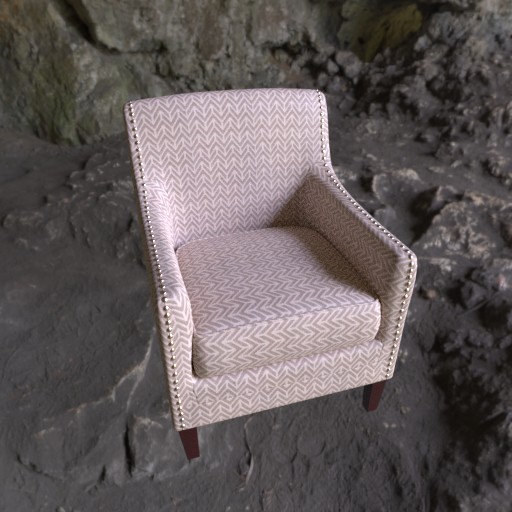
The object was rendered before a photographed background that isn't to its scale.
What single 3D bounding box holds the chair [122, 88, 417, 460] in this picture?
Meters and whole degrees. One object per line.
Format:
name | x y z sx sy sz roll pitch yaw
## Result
chair | 0.000 0.000 1.291 0.623 0.816 0.651 -9 33 -14
